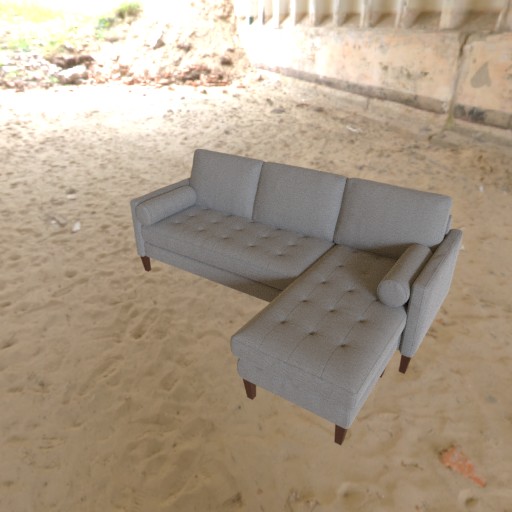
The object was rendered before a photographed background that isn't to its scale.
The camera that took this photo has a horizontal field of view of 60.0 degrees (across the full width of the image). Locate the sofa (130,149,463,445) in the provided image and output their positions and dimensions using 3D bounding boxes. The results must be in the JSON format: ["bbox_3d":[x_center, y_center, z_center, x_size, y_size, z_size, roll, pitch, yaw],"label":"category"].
[{"bbox_3d":[0.000,0.000,2.874,2.178,0.875,1.506,18,33,30],"label":"sofa"}]
